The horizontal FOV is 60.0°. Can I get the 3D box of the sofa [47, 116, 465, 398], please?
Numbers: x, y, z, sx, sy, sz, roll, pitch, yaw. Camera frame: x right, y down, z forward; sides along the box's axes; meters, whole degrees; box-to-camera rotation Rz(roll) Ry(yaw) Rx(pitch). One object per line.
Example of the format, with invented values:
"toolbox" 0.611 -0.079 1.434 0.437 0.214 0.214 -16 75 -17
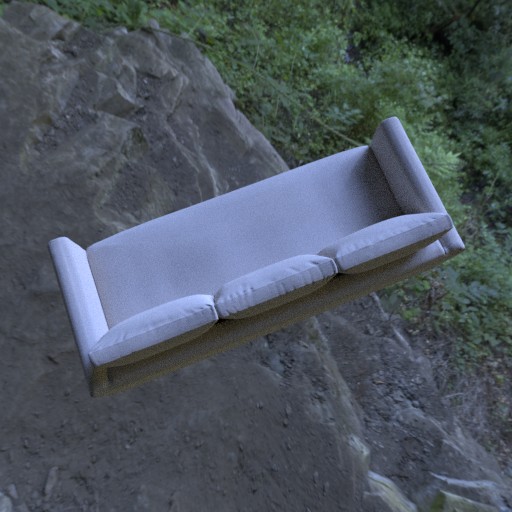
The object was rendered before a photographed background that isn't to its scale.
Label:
"sofa" 0.000 0.000 2.691 2.198 0.911 0.902 -21 77 -5
